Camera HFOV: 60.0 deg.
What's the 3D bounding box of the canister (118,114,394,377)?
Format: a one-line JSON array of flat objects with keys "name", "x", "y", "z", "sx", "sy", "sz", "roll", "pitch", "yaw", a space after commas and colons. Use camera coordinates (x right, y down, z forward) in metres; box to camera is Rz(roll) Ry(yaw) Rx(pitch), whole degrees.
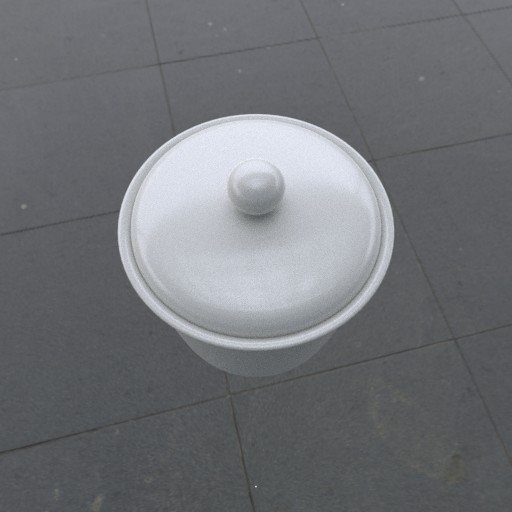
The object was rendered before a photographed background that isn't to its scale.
[{"name": "canister", "x": 0.000, "y": 0.000, "z": 0.346, "sx": 0.182, "sy": 0.208, "sz": 0.182, "roll": 0, "pitch": 63, "yaw": 0}]
